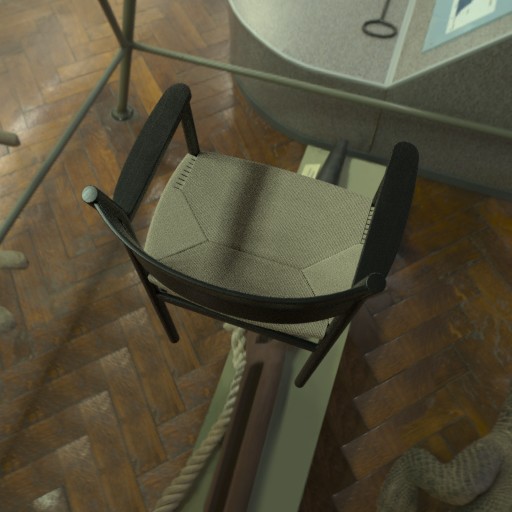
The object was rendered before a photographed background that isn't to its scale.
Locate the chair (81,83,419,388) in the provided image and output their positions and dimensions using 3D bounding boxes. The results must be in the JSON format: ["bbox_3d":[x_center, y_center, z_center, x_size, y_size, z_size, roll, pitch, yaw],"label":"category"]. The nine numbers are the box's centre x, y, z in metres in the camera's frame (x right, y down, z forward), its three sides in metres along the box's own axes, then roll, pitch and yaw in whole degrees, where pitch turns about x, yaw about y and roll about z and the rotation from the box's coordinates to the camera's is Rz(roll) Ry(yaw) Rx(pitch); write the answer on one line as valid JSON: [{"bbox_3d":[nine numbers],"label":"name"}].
[{"bbox_3d":[0.000,0.000,1.186,0.630,0.775,0.508,17,65,8],"label":"chair"}]
